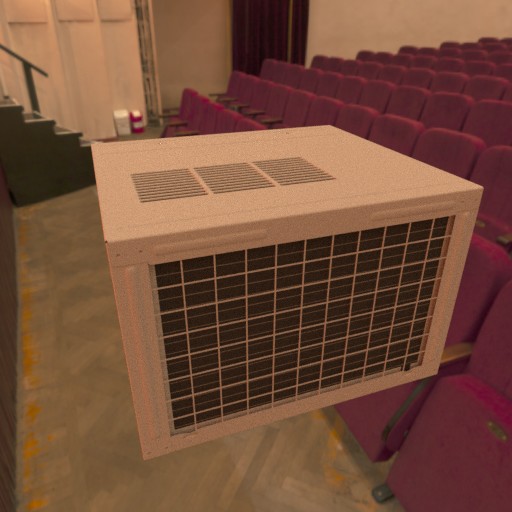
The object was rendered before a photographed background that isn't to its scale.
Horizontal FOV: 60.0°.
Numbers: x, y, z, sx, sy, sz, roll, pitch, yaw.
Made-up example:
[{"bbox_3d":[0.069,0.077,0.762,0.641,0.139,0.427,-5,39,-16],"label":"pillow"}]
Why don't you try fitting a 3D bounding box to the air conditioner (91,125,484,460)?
[{"bbox_3d":[0.000,0.000,1.037,0.645,0.455,0.599,-10,29,-18],"label":"air conditioner"}]
